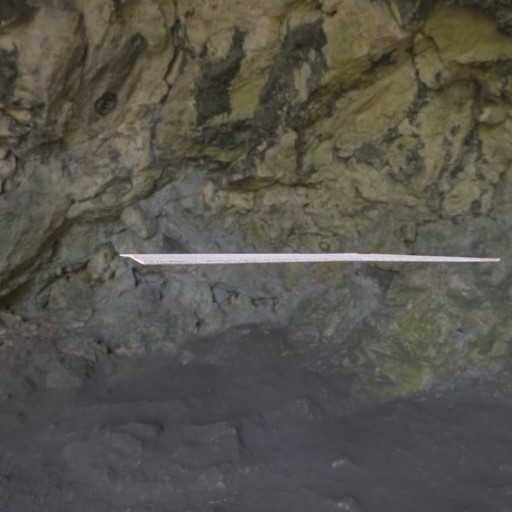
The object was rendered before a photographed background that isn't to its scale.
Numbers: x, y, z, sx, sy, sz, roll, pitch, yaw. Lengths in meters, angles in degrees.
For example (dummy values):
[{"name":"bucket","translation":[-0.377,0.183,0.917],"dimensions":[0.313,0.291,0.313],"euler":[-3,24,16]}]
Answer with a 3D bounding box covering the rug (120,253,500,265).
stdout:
[{"name":"rug","translation":[0.000,0.000,2.838],"dimensions":[1.596,0.030,2.283],"euler":[0,1,-19]}]
